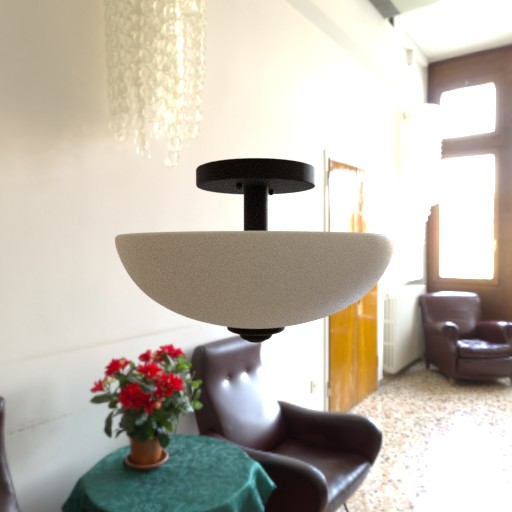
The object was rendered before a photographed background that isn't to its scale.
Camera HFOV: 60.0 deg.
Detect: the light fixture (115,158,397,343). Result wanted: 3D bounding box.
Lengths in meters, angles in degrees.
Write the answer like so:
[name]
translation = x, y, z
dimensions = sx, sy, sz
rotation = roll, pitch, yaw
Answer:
[light fixture]
translation = 0.000, 0.000, 0.546
dimensions = 0.331, 0.212, 0.331
rotation = 0, 1, 0
